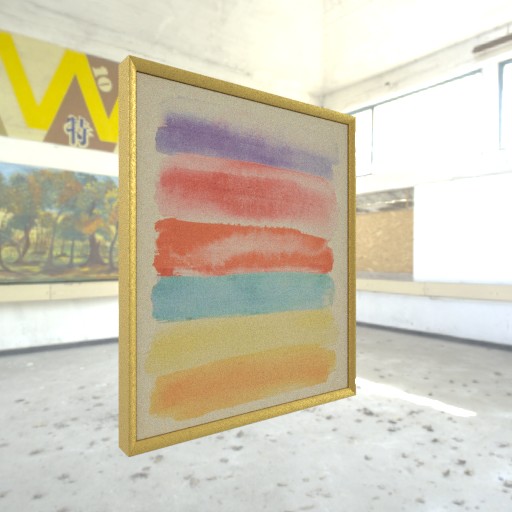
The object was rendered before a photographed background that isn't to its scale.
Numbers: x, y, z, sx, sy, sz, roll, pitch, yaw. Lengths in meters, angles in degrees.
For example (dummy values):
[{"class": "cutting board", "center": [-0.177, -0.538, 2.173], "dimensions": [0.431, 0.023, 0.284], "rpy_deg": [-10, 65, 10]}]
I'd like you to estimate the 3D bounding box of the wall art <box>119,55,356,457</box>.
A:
[{"class": "wall art", "center": [0.000, 0.000, 0.883], "dimensions": [0.537, 0.642, 0.048], "rpy_deg": [0, 0, -36]}]
